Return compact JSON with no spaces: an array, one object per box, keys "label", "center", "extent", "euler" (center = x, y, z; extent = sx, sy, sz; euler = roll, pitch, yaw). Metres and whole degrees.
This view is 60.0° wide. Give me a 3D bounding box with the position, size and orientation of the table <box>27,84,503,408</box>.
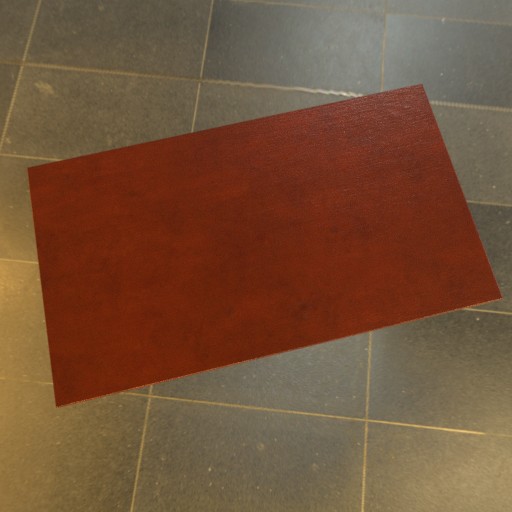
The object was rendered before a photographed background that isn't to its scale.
[{"label":"table","center":[0.000,0.000,1.187],"extent":[0.943,0.456,0.533],"euler":[-13,76,-3]}]
